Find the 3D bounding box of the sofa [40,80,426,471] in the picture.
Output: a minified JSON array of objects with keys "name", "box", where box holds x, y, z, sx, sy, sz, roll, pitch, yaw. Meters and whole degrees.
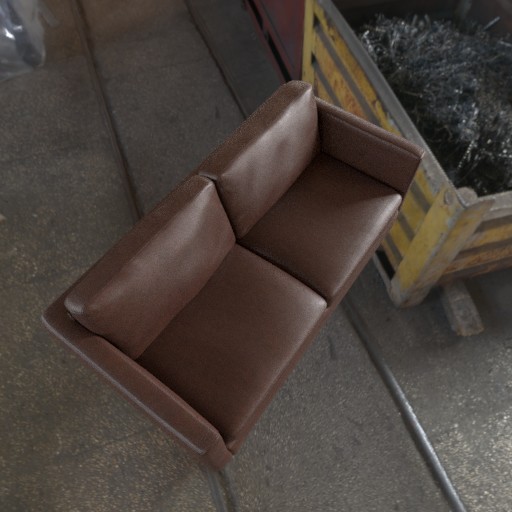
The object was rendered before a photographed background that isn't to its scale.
[{"name":"sofa","box":[0.000,0.000,2.354,0.951,0.933,1.883,32,65,17]}]
